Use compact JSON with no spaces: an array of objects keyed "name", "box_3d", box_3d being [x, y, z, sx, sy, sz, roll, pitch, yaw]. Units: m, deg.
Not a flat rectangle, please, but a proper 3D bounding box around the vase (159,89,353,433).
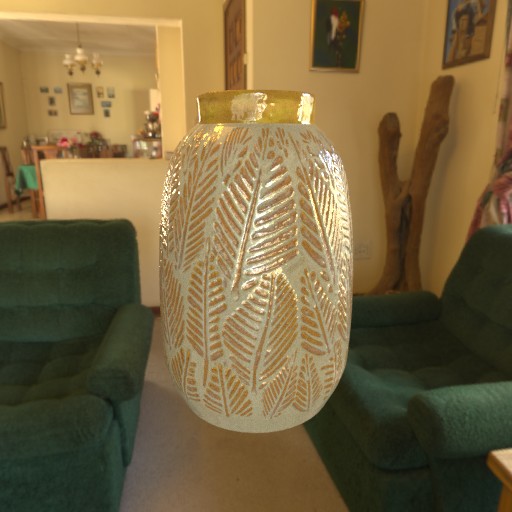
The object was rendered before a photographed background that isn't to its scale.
[{"name":"vase","box_3d":[0.000,0.000,0.395,0.172,0.270,0.172,0,15,0]}]
